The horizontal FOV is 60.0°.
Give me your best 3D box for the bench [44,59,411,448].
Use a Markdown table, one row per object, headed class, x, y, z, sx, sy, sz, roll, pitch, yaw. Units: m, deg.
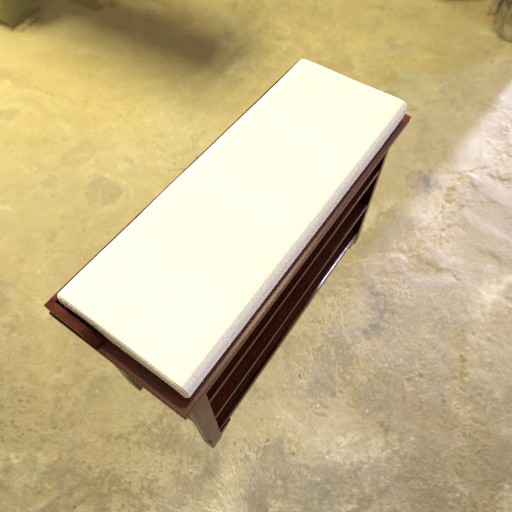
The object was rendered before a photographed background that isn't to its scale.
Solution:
| class | x | y | z | sx | sy | sz | roll | pitch | yaw |
| --- | --- | --- | --- | --- | --- | --- | --- | --- | --- |
| bench | 0.000 | 0.000 | 1.305 | 0.369 | 0.646 | 0.987 | 31 | 63 | 17 |
